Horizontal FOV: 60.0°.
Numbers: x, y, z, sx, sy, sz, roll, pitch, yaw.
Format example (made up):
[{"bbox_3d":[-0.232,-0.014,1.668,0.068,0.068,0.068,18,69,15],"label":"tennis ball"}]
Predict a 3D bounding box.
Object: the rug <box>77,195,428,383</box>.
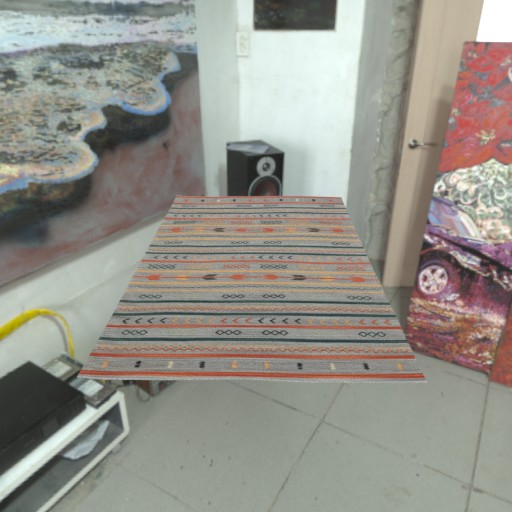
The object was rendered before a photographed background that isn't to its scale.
[{"bbox_3d":[0.000,0.000,3.024,1.537,0.029,2.439,0,27,1],"label":"rug"}]
